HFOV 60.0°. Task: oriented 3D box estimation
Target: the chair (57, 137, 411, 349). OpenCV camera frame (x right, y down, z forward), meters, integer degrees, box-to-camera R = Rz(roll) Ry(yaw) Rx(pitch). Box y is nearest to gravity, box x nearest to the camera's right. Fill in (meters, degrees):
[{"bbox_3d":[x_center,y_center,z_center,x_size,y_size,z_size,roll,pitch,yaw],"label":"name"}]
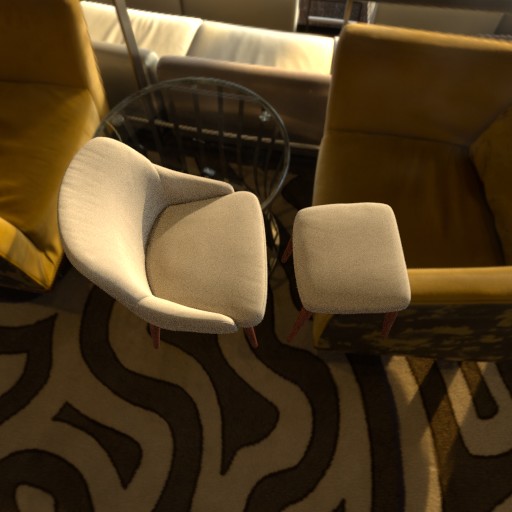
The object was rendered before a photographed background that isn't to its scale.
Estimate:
[{"bbox_3d":[0.000,0.000,1.634,1.114,0.866,0.584,-2,62,-1],"label":"chair"}]
